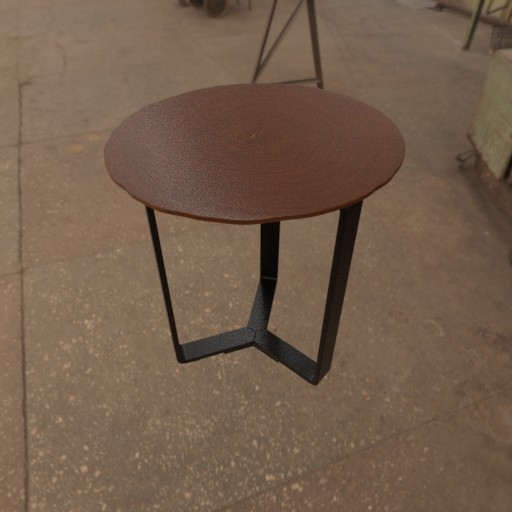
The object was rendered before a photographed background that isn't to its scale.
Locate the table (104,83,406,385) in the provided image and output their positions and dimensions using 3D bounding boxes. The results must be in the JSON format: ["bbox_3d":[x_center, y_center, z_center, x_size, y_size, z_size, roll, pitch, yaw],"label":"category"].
[{"bbox_3d":[0.000,0.000,0.765,0.410,0.450,0.380,-13,44,-14],"label":"table"}]
